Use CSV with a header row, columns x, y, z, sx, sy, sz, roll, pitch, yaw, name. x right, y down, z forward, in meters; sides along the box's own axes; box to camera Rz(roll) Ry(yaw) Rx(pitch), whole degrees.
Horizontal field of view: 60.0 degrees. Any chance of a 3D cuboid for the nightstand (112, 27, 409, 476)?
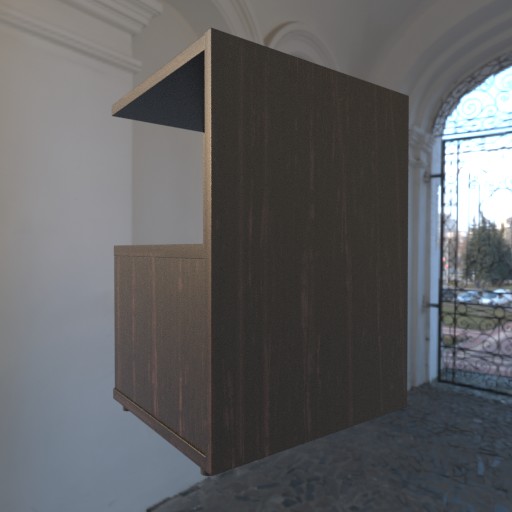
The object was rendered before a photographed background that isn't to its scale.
x,y,z,sx,sy,sz,roll,pitch,yaw,name
0.000,0.000,0.799,0.400,0.559,0.356,-1,1,-37,nightstand
